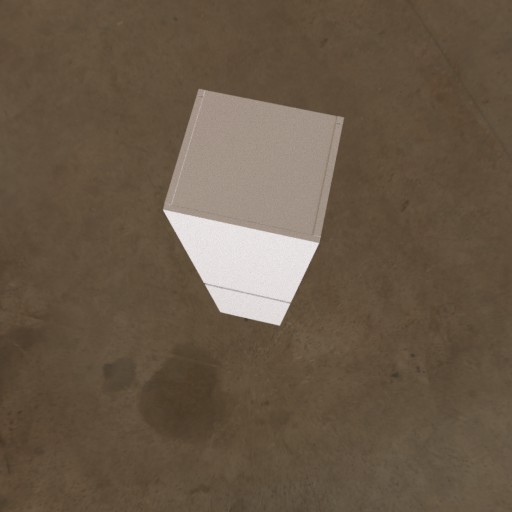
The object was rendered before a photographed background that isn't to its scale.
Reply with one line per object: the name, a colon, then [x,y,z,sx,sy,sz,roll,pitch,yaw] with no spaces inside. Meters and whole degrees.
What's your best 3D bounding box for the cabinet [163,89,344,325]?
cabinet: [0.000,0.000,1.536,0.300,1.400,0.269,12,75,3]
